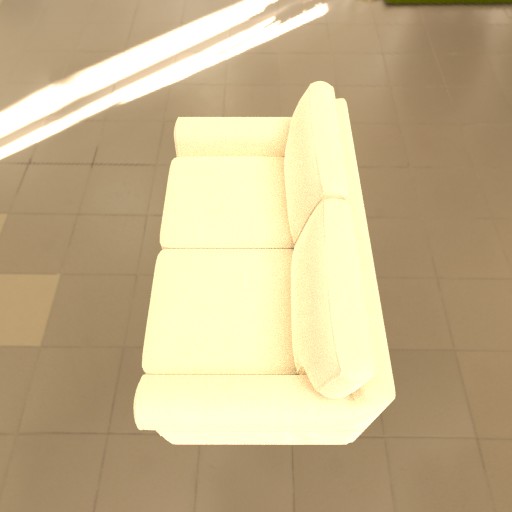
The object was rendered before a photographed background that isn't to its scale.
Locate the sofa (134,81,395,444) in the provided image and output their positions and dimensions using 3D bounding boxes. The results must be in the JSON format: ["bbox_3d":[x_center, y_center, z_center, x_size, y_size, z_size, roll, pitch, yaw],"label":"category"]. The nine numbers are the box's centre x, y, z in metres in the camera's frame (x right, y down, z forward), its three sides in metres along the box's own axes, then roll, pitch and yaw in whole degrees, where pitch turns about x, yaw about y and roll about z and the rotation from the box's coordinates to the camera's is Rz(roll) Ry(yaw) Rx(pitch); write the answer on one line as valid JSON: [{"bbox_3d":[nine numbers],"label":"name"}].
[{"bbox_3d":[0.000,0.000,2.258,0.991,0.940,1.727,0,57,0],"label":"sofa"}]
